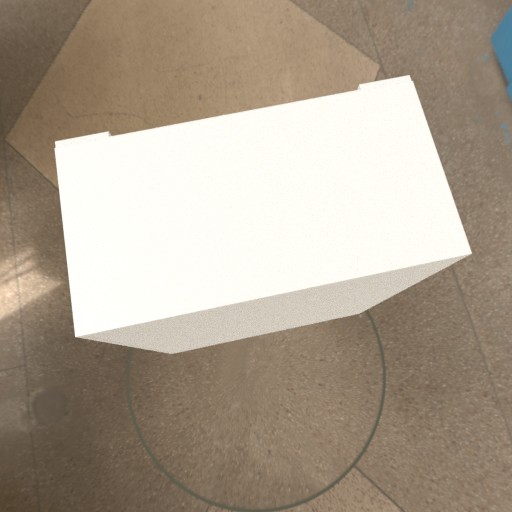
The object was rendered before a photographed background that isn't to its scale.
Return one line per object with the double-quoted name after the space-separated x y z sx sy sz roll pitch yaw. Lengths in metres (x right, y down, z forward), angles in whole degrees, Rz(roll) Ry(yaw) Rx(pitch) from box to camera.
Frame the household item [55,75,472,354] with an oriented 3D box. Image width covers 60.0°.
0.000 0.000 1.401 0.790 1.010 0.420 -12 76 -3 "household item"
